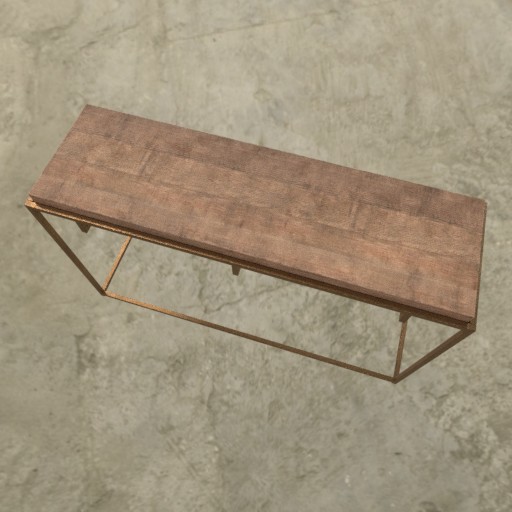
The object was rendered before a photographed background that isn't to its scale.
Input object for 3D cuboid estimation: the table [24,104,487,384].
[{"bbox_3d":[0.000,0.000,1.736,1.400,0.820,0.440,15,65,8],"label":"table"}]
